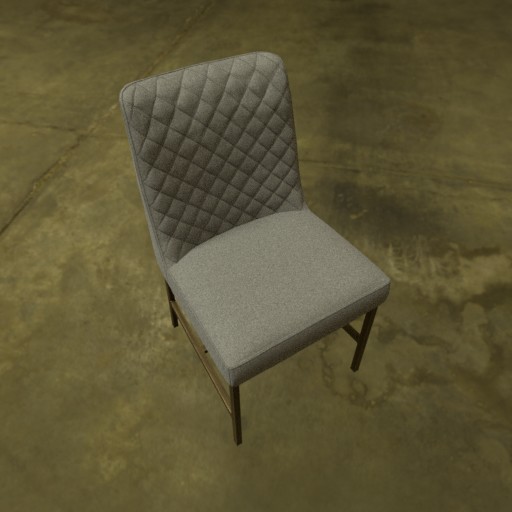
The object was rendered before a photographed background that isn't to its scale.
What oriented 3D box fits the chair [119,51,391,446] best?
[{"bbox_3d":[0.000,0.000,1.257,0.508,0.889,0.587,-24,50,-22],"label":"chair"}]
